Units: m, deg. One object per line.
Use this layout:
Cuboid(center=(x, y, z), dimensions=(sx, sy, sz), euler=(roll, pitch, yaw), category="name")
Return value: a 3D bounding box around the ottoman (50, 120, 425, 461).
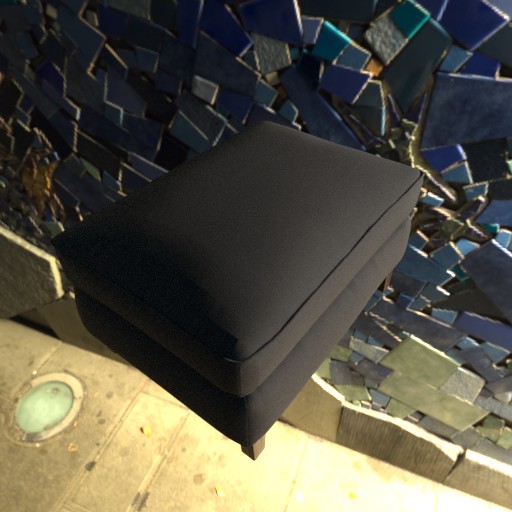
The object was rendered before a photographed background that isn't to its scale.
Cuboid(center=(0.000, 0.000, 1.003), dimensions=(0.508, 0.406, 0.686), euler=(27, 48, 27), category="ottoman")
